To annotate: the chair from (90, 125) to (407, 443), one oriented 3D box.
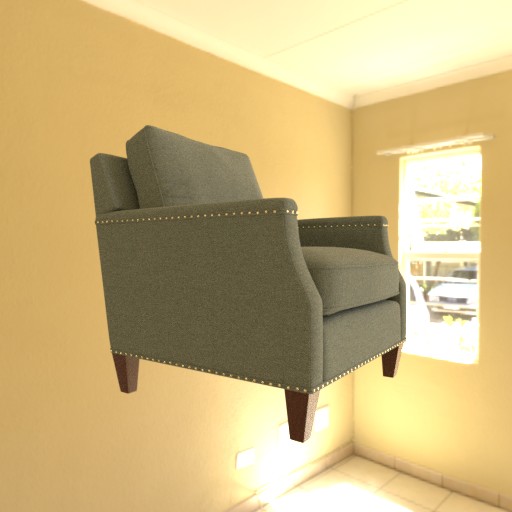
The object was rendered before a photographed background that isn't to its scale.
[{"bbox_3d":[0.000,0.000,1.823,1.031,1.031,0.885,0,1,35],"label":"chair"}]
